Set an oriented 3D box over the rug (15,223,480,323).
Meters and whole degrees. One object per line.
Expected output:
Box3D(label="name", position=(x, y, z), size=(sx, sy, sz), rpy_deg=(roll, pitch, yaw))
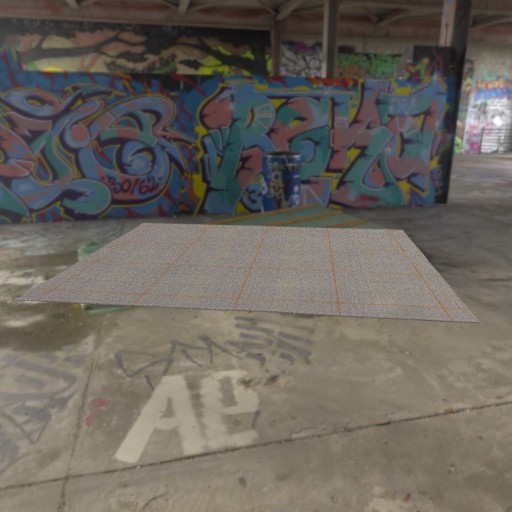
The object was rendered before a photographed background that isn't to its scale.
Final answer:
Box3D(label="rug", position=(0.000, 0.000, 4.037), size=(3.051, 0.021, 2.448), rpy_deg=(2, 17, 7))
